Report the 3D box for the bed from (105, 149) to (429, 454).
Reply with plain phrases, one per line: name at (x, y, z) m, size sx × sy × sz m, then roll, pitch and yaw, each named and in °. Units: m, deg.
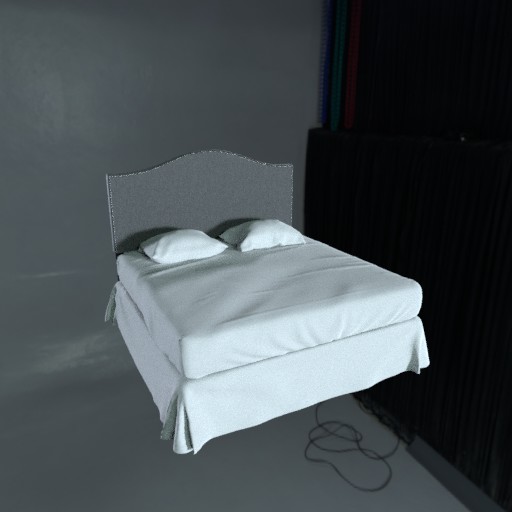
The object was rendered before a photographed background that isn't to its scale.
bed at (0.000, 0.000, 3.801) m, size 2.314 × 1.651 × 2.219 m, roll -9°, pitch 20°, yaw -26°
